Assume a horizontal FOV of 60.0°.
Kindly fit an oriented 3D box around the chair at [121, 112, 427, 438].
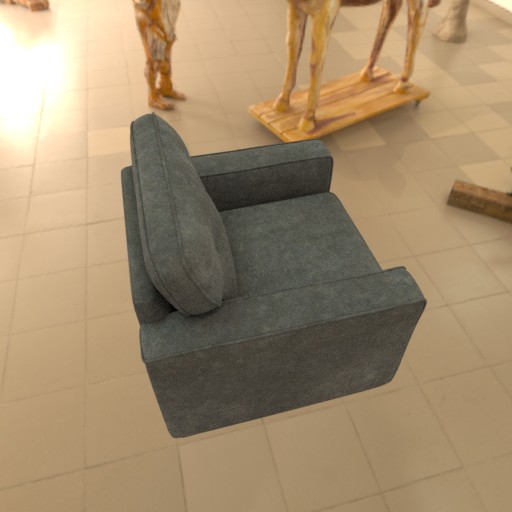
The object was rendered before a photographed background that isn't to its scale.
[{"bbox_3d":[0.000,0.000,1.799,0.939,0.965,1.015,-11,48,-10],"label":"chair"}]
